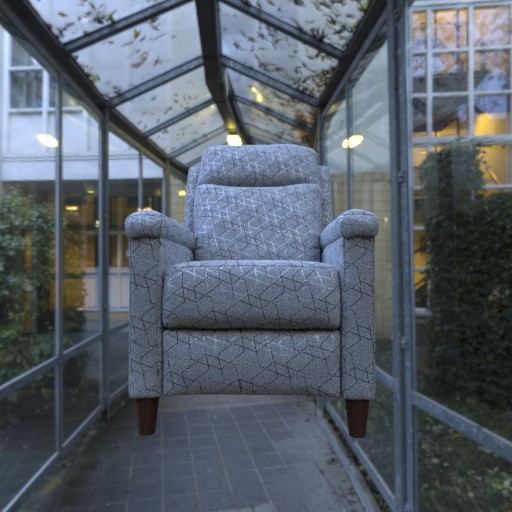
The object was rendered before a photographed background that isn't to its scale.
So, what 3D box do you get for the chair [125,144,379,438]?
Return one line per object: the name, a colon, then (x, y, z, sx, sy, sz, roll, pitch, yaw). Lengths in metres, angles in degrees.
chair: (0.000, 0.000, 1.719, 0.753, 1.048, 0.987, 0, -1, 2)
